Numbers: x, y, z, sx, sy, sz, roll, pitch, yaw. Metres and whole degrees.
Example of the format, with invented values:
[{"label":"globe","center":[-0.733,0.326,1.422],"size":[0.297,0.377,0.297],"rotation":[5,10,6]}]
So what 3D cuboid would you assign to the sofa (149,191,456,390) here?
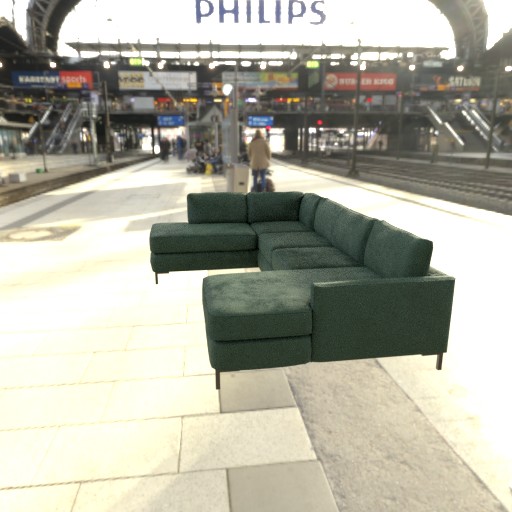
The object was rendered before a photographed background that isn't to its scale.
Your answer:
[{"label":"sofa","center":[0.000,0.000,3.948],"size":[1.992,0.861,2.994],"rotation":[-2,15,-9]}]
